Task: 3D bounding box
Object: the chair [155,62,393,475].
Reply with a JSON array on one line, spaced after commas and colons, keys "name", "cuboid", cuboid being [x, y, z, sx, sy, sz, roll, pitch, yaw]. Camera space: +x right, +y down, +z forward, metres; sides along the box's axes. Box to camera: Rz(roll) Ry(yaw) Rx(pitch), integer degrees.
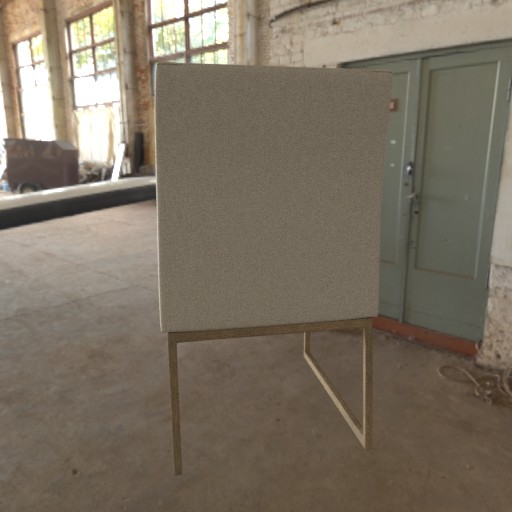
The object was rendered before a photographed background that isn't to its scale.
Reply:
[{"name": "chair", "cuboid": [0.000, 0.000, 1.180, 0.508, 0.863, 0.522, -3, 14, -11]}]
